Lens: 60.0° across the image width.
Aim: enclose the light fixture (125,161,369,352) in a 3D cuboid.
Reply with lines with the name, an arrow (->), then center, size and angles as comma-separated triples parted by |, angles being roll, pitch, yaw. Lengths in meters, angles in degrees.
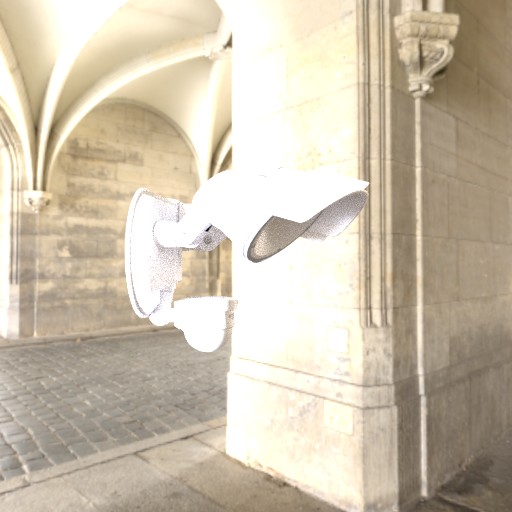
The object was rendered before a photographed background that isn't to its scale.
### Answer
light fixture -> 0.000, 0.000, 0.553 | 0.278, 0.237, 0.369 | 0, -1, 0
